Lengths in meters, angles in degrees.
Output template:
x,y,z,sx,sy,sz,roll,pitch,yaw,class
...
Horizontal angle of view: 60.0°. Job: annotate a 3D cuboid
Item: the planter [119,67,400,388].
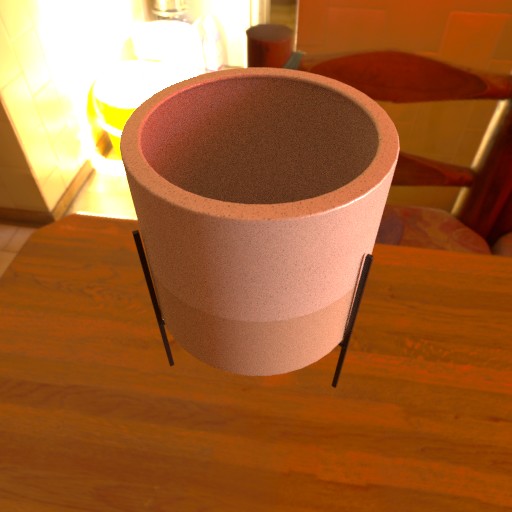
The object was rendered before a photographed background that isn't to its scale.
x,y,z,sx,sy,sz,roll,pitch,yaw,class
0.000,0.000,0.747,0.368,0.484,0.359,-16,49,-15,planter
